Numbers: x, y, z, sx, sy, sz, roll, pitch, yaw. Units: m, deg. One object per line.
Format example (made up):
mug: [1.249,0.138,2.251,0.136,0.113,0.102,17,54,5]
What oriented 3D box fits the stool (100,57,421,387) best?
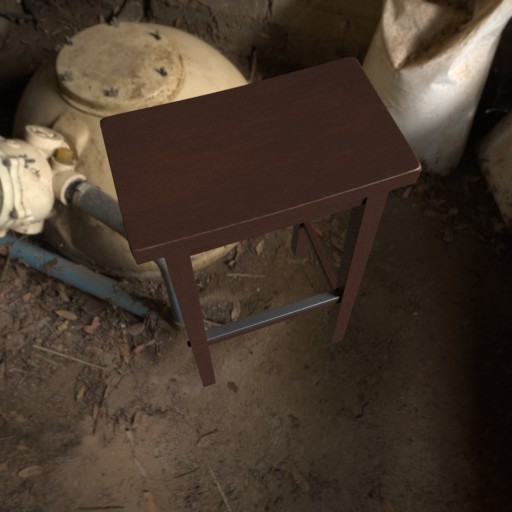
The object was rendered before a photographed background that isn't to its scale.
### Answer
stool: [0.000,0.000,0.957,0.406,0.742,0.322,-17,66,-8]
